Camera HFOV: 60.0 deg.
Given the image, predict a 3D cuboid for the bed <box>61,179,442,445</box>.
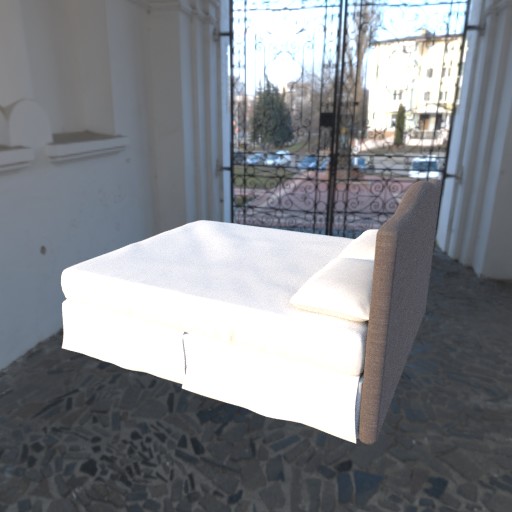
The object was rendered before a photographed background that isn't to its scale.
[{"bbox_3d":[0.000,0.000,3.879,2.689,1.457,2.161,9,20,26],"label":"bed"}]
